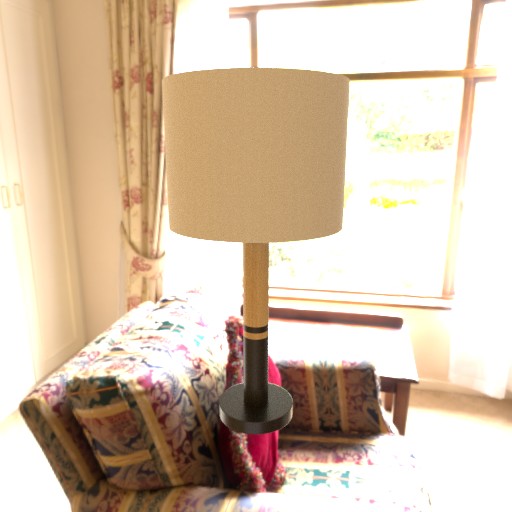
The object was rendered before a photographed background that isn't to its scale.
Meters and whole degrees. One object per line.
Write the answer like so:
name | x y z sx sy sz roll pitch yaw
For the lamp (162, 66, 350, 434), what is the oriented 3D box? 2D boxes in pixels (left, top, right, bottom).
lamp | 0.000 0.000 0.805 0.305 0.640 0.305 -7 16 -26
